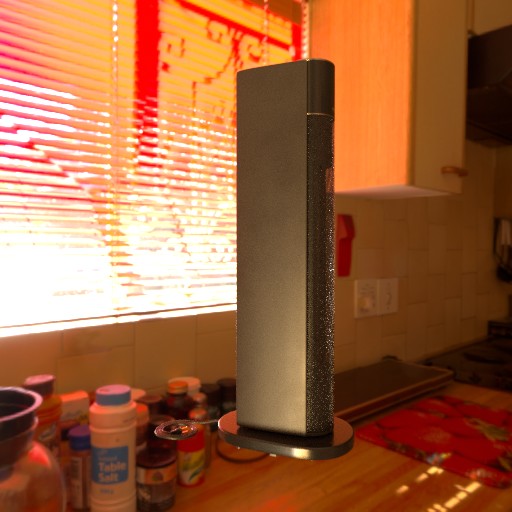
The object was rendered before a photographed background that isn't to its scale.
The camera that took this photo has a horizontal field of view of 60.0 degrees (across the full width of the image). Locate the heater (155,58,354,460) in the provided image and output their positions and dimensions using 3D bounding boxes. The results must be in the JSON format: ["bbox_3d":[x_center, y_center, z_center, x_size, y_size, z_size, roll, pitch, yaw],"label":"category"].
[{"bbox_3d":[0.000,0.000,1.050,0.458,0.856,0.214,0,1,19],"label":"heater"}]
